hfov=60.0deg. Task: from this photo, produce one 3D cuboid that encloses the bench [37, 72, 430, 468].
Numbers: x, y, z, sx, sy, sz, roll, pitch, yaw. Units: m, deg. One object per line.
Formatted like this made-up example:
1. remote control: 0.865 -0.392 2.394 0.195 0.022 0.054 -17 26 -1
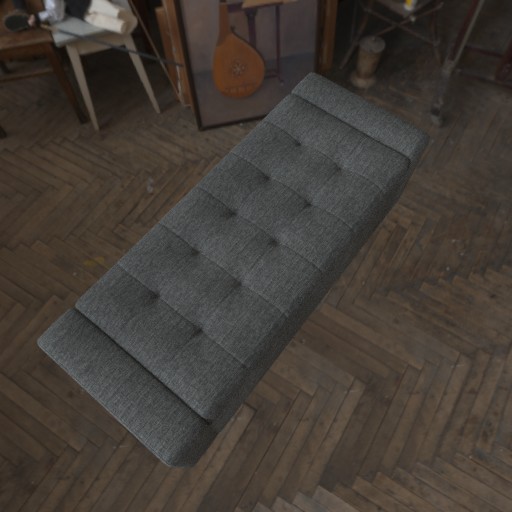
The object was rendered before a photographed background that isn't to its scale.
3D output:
1. bench: 0.000 0.000 1.524 0.508 0.445 1.296 35 69 16
